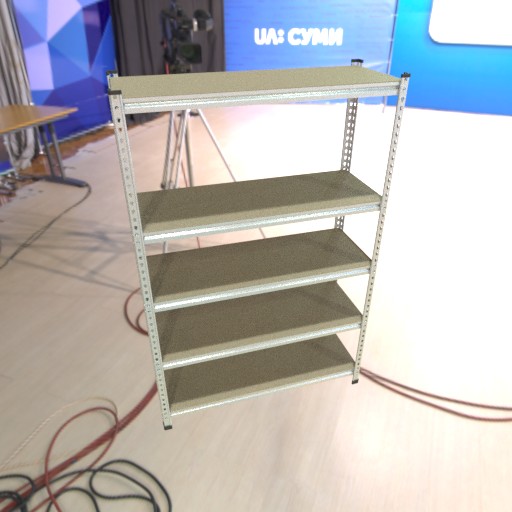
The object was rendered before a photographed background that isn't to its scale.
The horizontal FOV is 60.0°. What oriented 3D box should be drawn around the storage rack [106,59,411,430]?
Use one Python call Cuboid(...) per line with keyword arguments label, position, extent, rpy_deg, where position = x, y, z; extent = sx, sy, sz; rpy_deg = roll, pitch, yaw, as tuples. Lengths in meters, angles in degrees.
Cuboid(label="storage rack", position=(0.000, 0.000, 2.357), extent=(1.219, 1.829, 0.457), rpy_deg=(-9, 33, -14))
